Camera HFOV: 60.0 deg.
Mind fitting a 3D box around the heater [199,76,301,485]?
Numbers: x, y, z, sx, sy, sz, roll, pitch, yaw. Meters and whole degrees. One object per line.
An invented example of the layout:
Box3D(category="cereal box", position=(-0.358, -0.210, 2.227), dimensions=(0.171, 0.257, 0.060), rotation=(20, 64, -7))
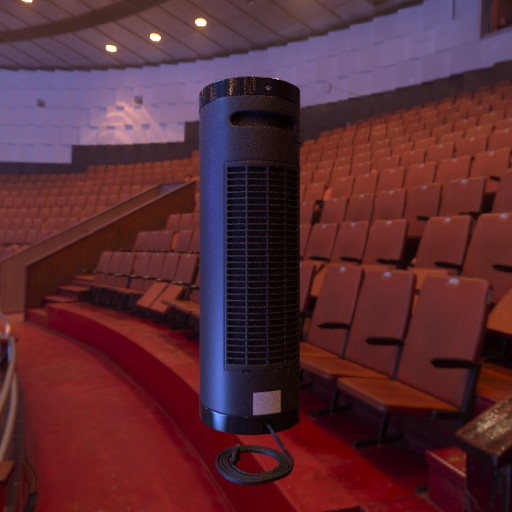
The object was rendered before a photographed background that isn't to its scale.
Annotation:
Box3D(category="heater", position=(0.000, 0.000, 0.694), dimensions=(0.174, 0.552, 0.312), rotation=(0, 0, -18))
